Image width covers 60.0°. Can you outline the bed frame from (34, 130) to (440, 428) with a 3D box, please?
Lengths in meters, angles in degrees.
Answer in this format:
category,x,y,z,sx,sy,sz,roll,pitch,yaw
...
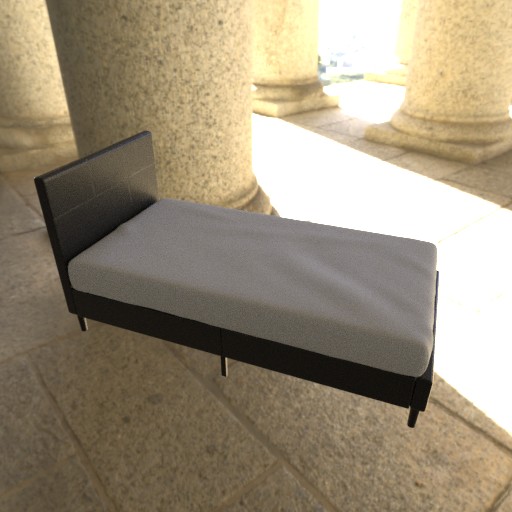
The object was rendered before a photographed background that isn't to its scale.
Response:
category,x,y,z,sx,sy,sz,roll,pitch,yaw
bed frame,0.000,0.000,2.498,2.152,1.046,1.038,11,32,18
